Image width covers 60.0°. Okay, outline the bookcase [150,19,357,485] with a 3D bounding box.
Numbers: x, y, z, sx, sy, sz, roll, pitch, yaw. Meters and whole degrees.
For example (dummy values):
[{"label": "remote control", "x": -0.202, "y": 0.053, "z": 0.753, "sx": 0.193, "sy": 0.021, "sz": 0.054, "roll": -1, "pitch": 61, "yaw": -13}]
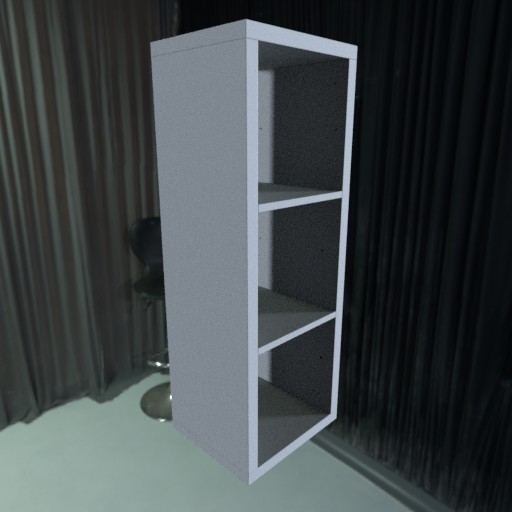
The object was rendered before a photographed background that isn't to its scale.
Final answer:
[{"label": "bookcase", "x": 0.000, "y": 0.000, "z": 1.234, "sx": 0.330, "sy": 1.080, "sz": 0.390, "roll": 15, "pitch": 22, "yaw": 43}]
